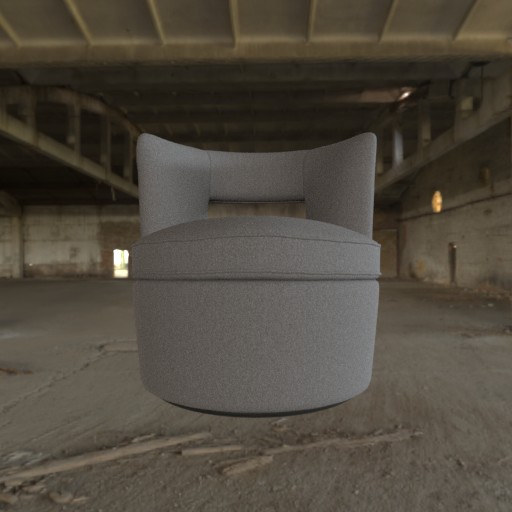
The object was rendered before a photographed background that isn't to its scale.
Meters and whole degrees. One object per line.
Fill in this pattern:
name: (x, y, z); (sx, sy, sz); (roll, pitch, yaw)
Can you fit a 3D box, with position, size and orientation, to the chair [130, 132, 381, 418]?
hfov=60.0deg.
chair: (0.000, 0.000, 1.248); (0.689, 0.719, 0.660); (0, 0, 1)
